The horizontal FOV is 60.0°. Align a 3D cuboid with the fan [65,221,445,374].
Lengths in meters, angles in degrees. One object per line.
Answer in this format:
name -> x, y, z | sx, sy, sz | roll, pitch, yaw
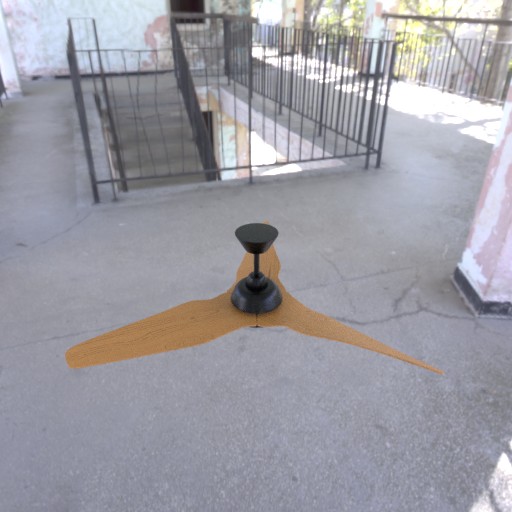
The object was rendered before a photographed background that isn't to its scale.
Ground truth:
fan -> 0.000, 0.000, 1.684 | 1.142, 0.355, 1.010 | 1, 30, 1
